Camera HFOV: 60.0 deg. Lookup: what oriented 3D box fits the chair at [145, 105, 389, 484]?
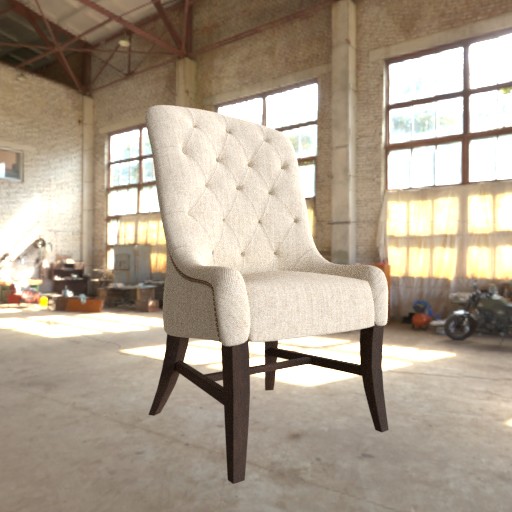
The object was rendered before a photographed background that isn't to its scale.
[{"bbox_3d":[0.000,0.000,1.475,0.634,1.091,0.629,0,-1,-36],"label":"chair"}]
